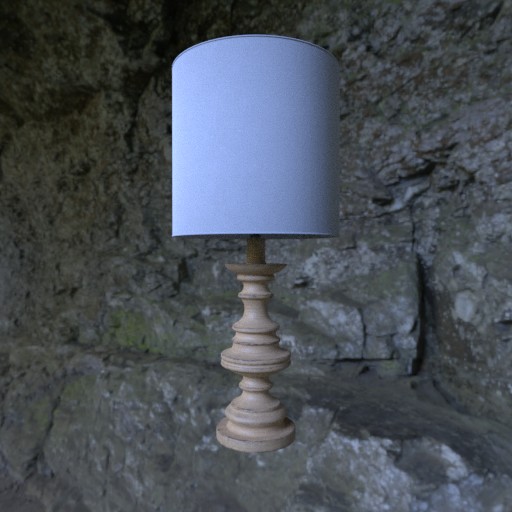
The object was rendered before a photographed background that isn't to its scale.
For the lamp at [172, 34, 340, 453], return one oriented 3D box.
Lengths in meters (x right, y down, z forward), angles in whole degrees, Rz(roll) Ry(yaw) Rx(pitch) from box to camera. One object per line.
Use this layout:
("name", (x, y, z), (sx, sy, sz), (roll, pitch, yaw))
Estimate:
("lamp", (0.000, 0.000, 0.560), (0.208, 0.455, 0.208), (0, 1, -17))
